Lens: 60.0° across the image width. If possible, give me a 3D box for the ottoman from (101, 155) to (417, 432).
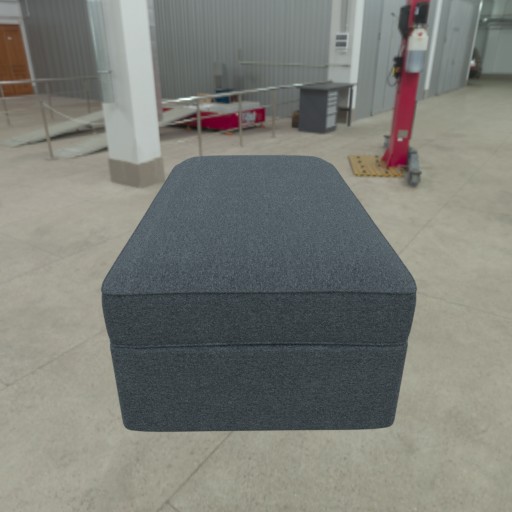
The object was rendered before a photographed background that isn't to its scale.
[{"bbox_3d":[0.000,0.000,1.516,0.681,0.494,1.173,0,25,-1],"label":"ottoman"}]
